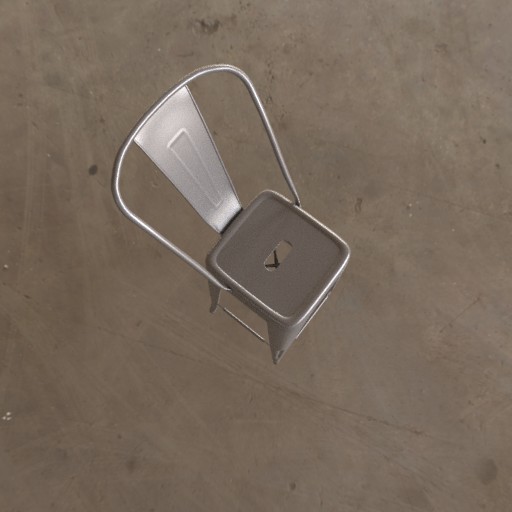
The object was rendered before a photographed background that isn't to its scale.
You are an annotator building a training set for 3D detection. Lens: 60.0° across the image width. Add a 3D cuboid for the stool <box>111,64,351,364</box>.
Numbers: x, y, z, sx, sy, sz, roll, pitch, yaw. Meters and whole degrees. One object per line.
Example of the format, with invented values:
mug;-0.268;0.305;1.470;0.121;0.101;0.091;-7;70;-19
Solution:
stool;0.000;0.000;1.344;0.513;1.096;0.399;37;78;10
